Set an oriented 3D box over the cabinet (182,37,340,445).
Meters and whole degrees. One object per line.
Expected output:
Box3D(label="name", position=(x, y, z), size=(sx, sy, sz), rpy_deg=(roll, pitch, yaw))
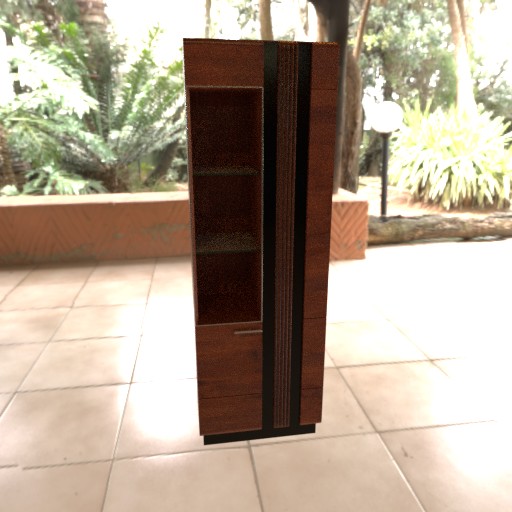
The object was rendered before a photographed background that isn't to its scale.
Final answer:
Box3D(label="cabinet", position=(0.000, 0.000, 2.294), size=(0.660, 1.980, 0.420), rpy_deg=(-3, 16, -9))
